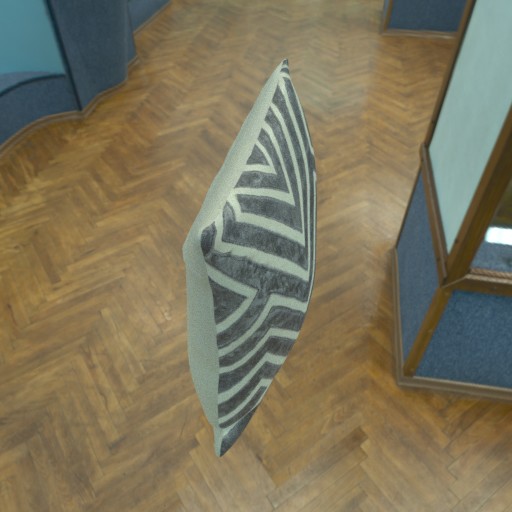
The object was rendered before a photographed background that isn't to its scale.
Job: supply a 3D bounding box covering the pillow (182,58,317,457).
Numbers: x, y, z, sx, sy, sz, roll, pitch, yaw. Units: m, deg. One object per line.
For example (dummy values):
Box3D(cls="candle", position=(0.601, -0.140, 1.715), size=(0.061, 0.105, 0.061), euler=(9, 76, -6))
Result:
Box3D(cls="pillow", position=(0.000, 0.000, 0.669), size=(0.182, 0.441, 0.440), euler=(9, 45, 9))
